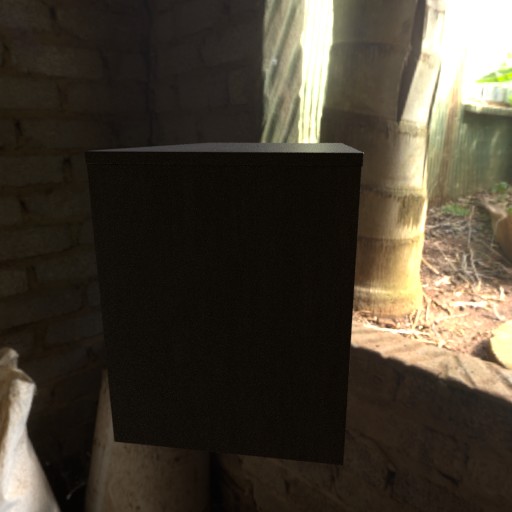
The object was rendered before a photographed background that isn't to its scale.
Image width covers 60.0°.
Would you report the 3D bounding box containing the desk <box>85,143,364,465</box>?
[{"bbox_3d":[0.000,0.000,1.554,0.600,0.750,1.100,2,15,8],"label":"desk"}]
